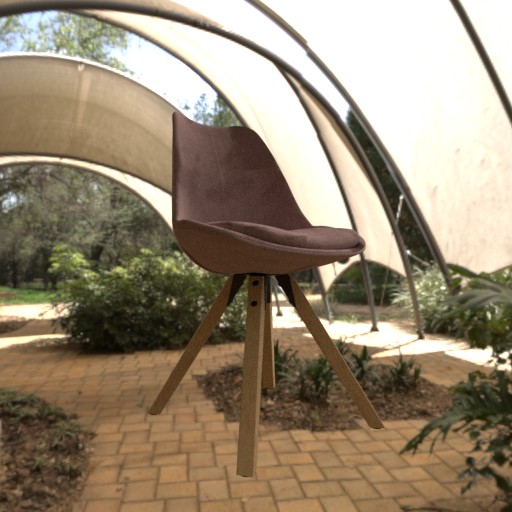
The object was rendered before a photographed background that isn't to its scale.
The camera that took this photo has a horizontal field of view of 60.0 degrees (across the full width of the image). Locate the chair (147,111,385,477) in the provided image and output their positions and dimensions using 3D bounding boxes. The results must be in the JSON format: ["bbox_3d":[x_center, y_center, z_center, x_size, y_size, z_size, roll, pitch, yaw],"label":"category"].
[{"bbox_3d":[0.000,0.000,1.175,0.485,0.850,0.550,0,-1,-37],"label":"chair"}]
